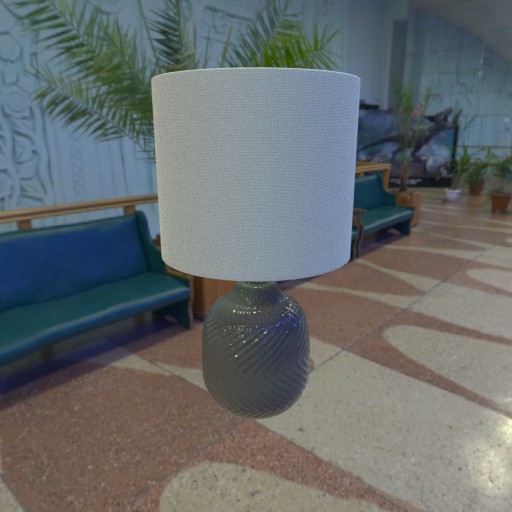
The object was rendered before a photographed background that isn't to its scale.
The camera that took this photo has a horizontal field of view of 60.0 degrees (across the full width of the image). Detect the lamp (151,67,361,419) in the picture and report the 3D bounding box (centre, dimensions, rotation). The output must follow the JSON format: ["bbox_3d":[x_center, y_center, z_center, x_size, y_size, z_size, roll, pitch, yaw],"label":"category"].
[{"bbox_3d":[0.000,0.000,0.497,0.207,0.366,0.207,15,21,42],"label":"lamp"}]
